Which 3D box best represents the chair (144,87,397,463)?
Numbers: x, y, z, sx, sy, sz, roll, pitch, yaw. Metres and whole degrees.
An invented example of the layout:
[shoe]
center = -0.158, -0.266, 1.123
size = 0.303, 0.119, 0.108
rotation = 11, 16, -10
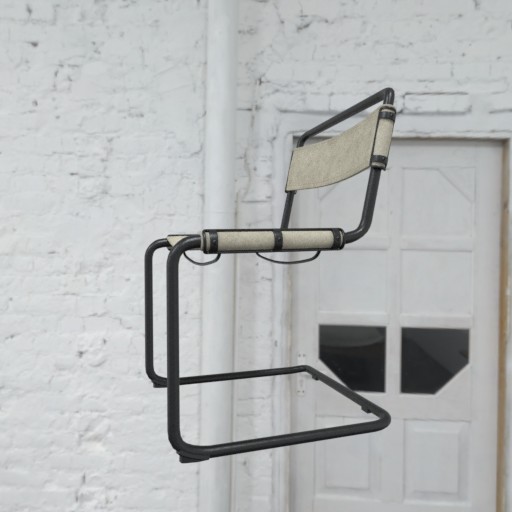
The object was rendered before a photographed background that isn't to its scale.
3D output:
[chair]
center = 0.000, 0.000, 1.093
size = 0.497, 0.747, 0.499
rotation = -1, 2, -19
